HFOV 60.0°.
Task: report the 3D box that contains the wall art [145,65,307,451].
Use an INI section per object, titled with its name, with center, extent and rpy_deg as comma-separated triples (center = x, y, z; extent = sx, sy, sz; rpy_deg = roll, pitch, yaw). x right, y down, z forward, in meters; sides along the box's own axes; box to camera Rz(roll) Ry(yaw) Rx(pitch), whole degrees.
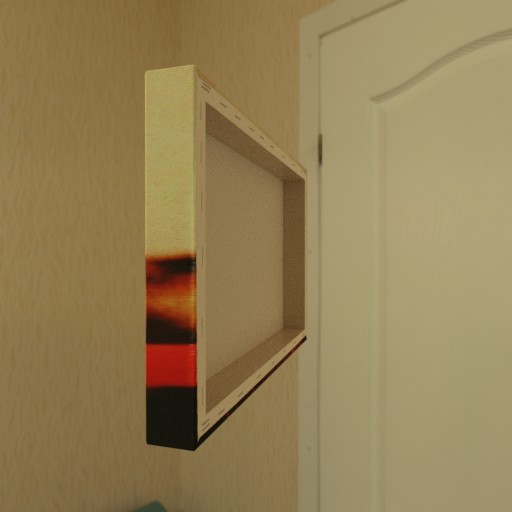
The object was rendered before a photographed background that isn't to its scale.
[wall art]
center = 0.000, 0.000, 0.475
extent = 0.037, 0.251, 0.383
rpy_deg = 0, 1, 17
